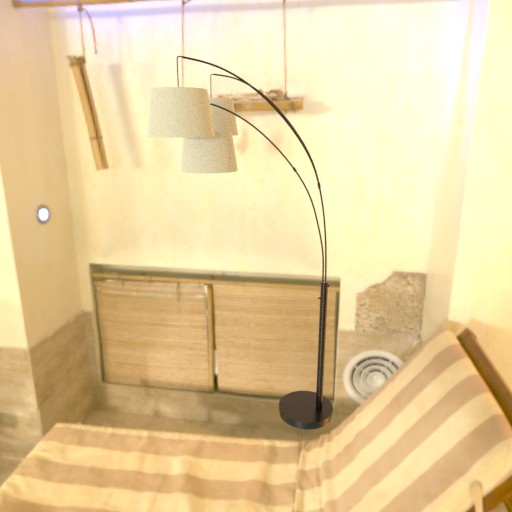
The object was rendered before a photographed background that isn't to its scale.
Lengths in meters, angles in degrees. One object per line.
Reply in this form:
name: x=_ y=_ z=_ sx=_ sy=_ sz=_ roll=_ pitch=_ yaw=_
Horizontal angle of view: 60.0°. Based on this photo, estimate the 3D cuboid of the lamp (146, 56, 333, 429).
lamp: x=0.000 y=0.000 z=2.440 sx=0.924 sy=1.950 sz=0.951 roll=2 pitch=16 yaw=8
